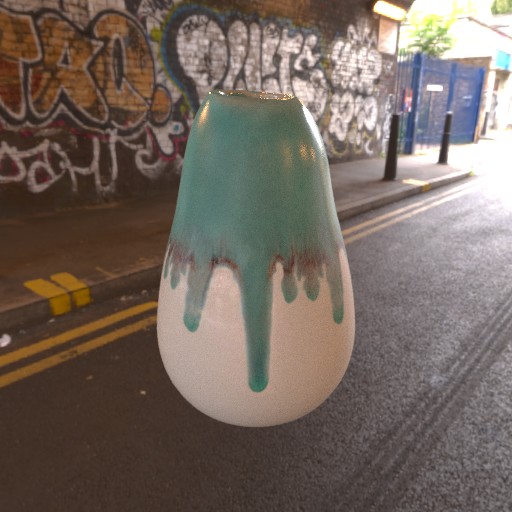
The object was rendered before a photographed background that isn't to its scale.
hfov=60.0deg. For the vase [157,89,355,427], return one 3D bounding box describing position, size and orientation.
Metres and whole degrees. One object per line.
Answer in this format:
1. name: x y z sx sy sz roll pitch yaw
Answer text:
1. vase: 0.000 0.000 0.253 0.116 0.179 0.116 0 18 0
